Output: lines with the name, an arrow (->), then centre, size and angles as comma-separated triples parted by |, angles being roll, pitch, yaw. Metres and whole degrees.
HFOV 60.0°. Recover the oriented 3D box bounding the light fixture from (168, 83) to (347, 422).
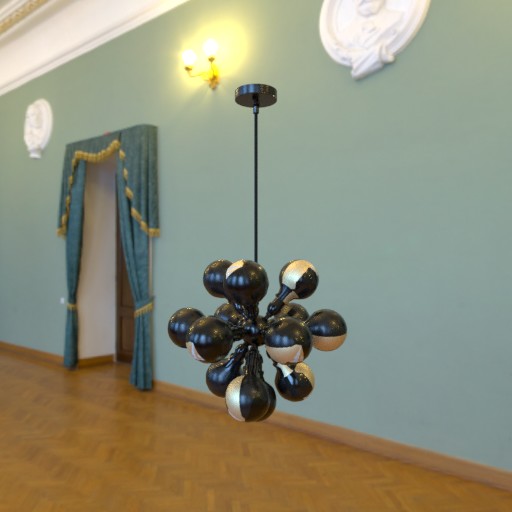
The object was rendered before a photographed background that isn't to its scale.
light fixture -> 0.000, 0.000, 1.157 | 0.420, 0.859, 0.468 | 0, 0, 36
